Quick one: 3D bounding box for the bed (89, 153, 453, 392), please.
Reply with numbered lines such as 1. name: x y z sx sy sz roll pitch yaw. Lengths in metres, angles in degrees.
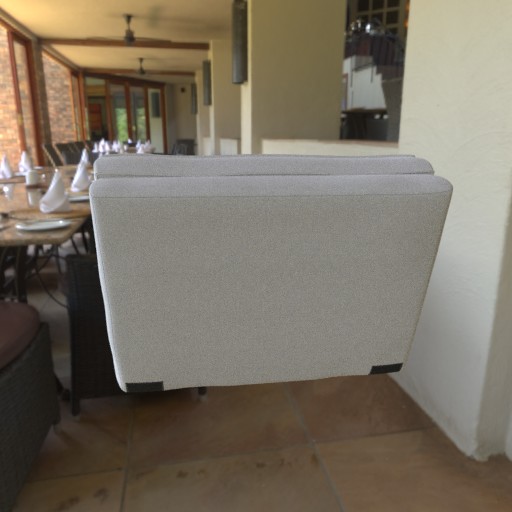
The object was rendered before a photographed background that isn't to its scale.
1. bed: 0.000 0.000 1.325 0.799 0.614 0.749 -2 15 -8
